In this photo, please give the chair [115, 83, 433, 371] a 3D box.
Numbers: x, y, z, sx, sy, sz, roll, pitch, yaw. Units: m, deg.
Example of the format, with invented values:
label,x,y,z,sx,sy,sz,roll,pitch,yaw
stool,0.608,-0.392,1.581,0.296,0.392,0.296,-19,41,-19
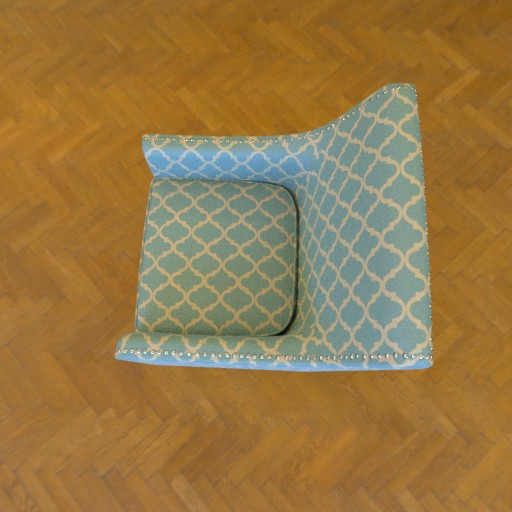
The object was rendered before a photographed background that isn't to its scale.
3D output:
label,x,y,z,sx,sy,sz,roll,pitch,yaw
chair,0.000,0.000,1.269,0.686,0.817,0.617,2,74,1
